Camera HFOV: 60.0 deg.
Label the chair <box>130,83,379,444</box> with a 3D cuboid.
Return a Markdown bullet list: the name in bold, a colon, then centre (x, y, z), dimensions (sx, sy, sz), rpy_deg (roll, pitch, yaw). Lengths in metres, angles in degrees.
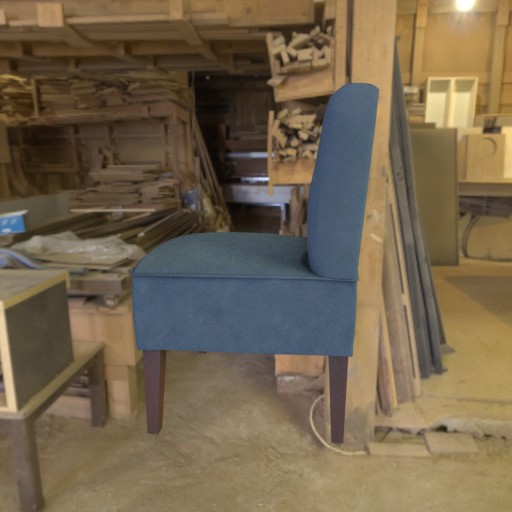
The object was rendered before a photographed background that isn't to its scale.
- **chair**: centre (0.000, 0.000, 1.182), dimensions (0.551, 0.806, 0.521), rpy_deg (2, 13, 8)
